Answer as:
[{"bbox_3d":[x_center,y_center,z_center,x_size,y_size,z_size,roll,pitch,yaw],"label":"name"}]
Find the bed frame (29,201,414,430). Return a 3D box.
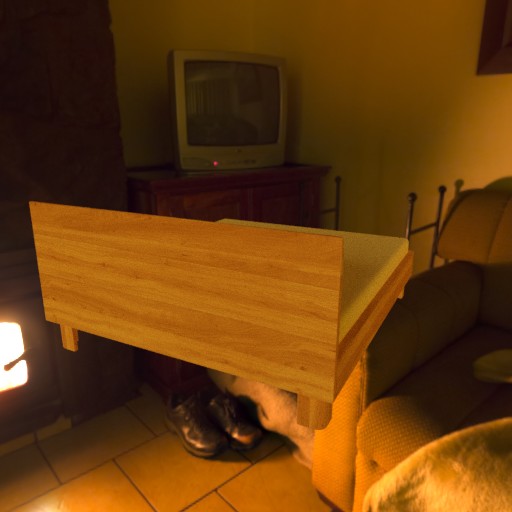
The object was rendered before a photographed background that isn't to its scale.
[{"bbox_3d":[0.000,0.000,3.166,1.872,0.940,2.092,8,18,27],"label":"bed frame"}]
